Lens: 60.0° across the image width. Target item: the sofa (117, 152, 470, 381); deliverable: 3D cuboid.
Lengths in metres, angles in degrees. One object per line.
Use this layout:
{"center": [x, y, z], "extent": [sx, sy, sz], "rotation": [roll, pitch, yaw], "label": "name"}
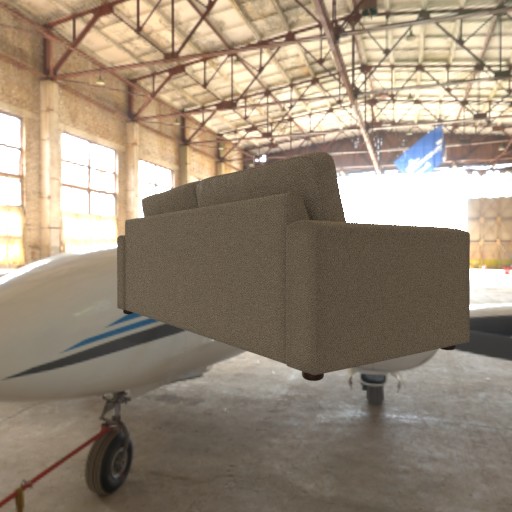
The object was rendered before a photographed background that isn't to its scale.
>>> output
{"center": [0.000, 0.000, 2.691], "extent": [1.016, 0.873, 2.179], "rotation": [-1, 1, -35], "label": "sofa"}
